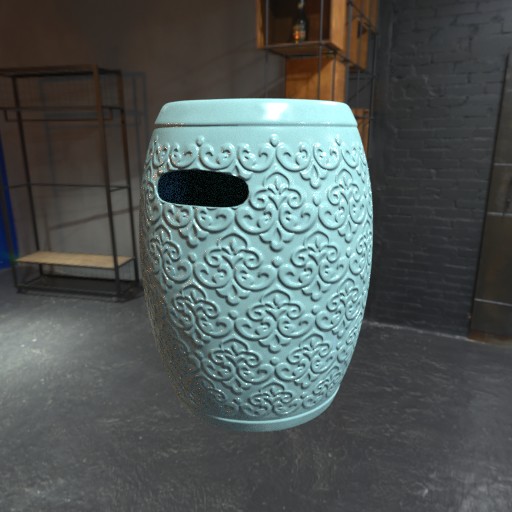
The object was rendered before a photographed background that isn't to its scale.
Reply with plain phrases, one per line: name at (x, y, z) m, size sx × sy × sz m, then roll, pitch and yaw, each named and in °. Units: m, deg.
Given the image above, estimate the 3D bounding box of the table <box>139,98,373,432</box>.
table at (0.000, 0.000, 0.612) m, size 0.309 × 0.397 × 0.309 m, roll 0°, pitch 16°, yaw 0°
